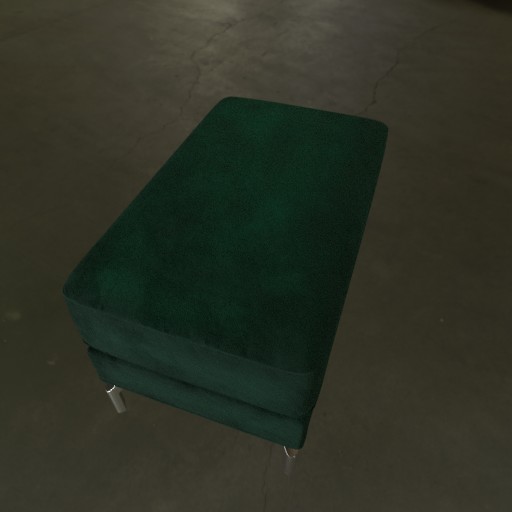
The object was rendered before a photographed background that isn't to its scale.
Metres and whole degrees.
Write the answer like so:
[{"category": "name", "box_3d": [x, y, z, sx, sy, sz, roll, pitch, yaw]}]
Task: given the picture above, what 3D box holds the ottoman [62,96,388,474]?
[{"category": "ottoman", "box_3d": [0.000, 0.000, 1.234, 0.536, 0.533, 0.886, 14, 48, 13]}]
